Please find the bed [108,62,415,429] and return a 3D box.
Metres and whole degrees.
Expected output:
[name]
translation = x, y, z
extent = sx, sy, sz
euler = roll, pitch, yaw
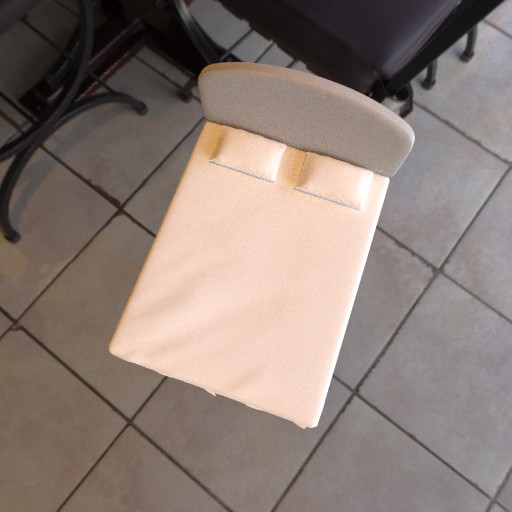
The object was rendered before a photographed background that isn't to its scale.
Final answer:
[bed]
translation = 0.000, 0.000, 3.080
extent = 1.607, 1.410, 2.005
euler = 19, 75, 5
